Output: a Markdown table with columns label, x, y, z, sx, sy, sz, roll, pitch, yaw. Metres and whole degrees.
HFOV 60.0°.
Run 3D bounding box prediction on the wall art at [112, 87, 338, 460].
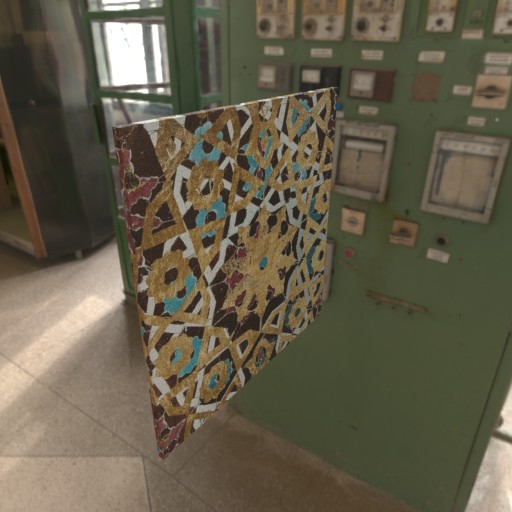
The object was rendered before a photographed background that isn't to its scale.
| label | x | y | z | sx | sy | sz | roll | pitch | yaw |
| --- | --- | --- | --- | --- | --- | --- | --- | --- | --- |
| wall art | 0.000 | 0.000 | 0.613 | 0.010 | 0.406 | 0.404 | 18 | 32 | 32 |
